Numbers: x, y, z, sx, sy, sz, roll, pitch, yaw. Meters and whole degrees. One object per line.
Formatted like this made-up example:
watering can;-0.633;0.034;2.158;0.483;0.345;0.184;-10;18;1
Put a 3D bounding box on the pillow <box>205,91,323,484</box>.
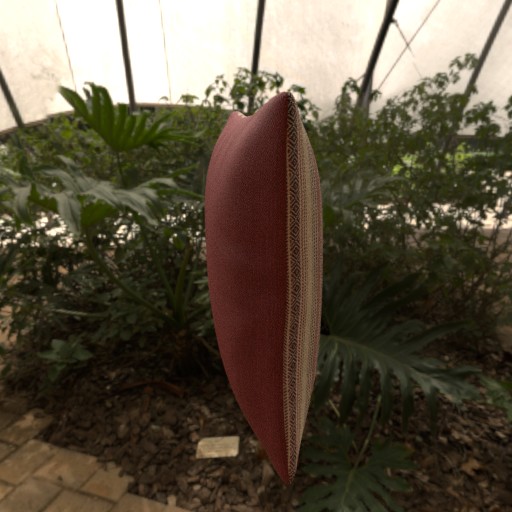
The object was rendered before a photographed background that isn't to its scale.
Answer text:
pillow;0.000;0.000;0.766;0.166;0.497;0.513;-2;16;-9
